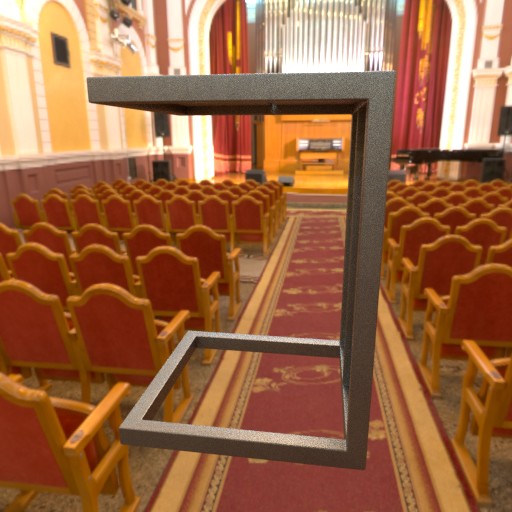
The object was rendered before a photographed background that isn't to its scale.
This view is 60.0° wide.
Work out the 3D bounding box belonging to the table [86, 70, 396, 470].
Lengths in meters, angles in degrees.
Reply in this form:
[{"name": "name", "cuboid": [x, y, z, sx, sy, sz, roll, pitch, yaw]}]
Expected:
[{"name": "table", "cuboid": [0.000, 0.000, 0.862, 0.420, 0.609, 0.405, 2, 15, 8]}]
